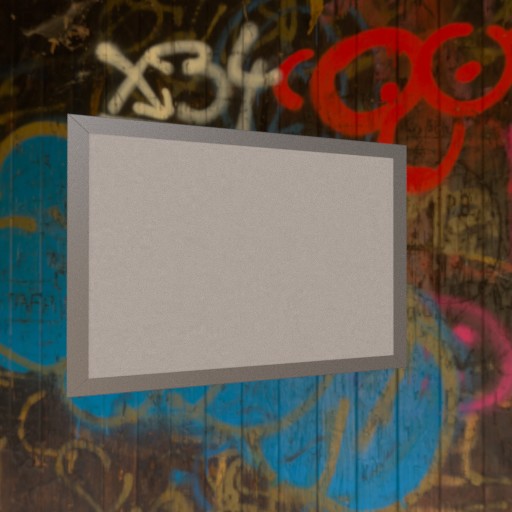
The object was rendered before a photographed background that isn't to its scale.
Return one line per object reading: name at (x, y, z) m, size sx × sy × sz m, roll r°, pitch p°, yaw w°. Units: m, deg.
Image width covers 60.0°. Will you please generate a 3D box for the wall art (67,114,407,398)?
wall art at (0.000, 0.000, 0.551) m, size 0.432 × 0.306 × 0.016 m, roll 0°, pitch 0°, yaw -18°
